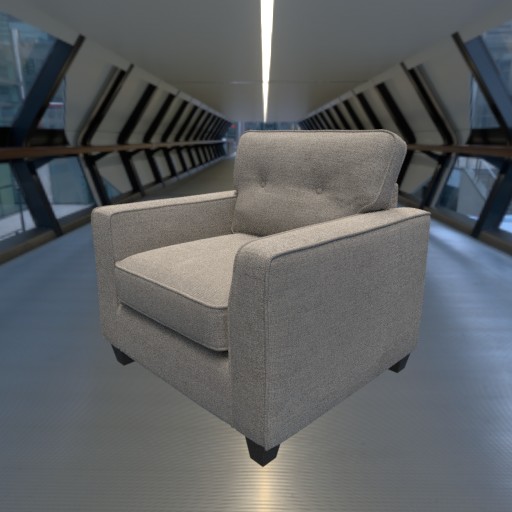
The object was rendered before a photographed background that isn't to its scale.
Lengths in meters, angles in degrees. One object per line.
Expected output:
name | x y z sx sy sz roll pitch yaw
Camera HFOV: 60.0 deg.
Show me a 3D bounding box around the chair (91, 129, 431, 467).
chair | 0.000 0.000 1.760 0.939 0.965 1.015 -15 21 -42
